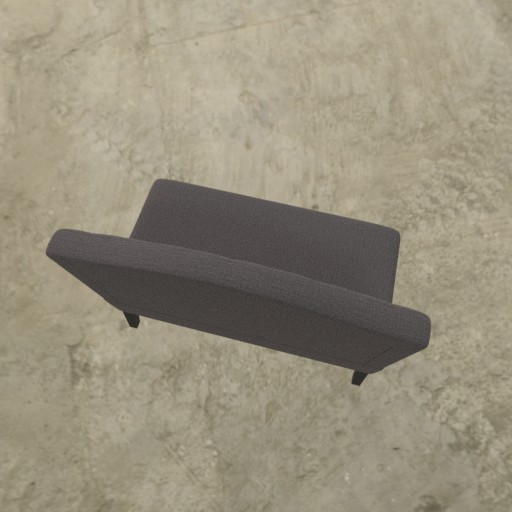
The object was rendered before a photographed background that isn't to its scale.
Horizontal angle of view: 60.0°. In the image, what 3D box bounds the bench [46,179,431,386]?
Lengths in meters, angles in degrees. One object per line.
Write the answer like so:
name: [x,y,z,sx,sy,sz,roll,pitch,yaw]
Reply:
bench: [0.000,0.000,2.024,1.335,1.180,0.815,13,64,6]
